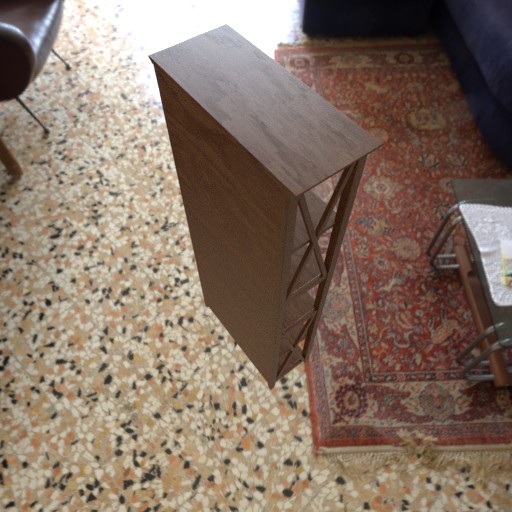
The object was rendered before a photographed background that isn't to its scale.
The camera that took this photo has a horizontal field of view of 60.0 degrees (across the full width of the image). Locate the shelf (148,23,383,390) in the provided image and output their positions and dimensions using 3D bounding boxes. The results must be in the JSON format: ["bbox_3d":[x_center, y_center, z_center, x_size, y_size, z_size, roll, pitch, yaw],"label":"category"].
[{"bbox_3d":[0.000,0.000,2.227,0.335,1.905,0.805,-32,63,-19],"label":"shelf"}]
